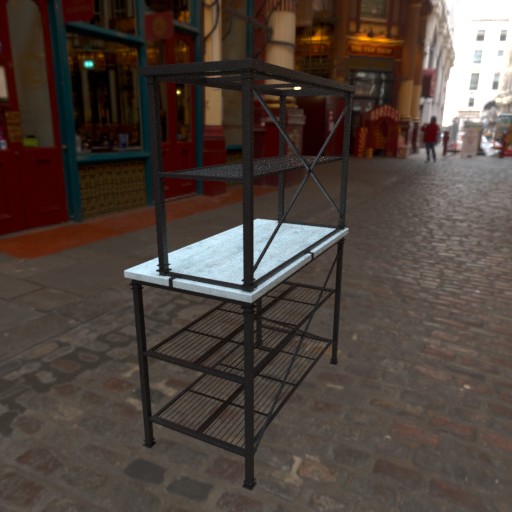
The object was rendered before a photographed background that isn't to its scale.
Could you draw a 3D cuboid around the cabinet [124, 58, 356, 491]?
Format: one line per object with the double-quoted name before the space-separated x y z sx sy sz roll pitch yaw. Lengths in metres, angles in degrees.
"cabinet" 0.000 0.000 2.235 0.610 1.659 1.210 8 18 26
